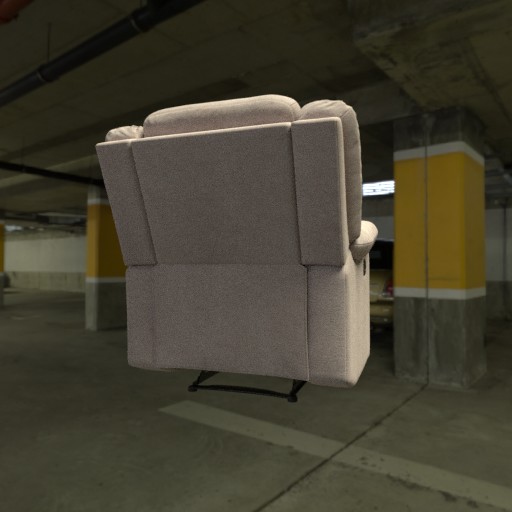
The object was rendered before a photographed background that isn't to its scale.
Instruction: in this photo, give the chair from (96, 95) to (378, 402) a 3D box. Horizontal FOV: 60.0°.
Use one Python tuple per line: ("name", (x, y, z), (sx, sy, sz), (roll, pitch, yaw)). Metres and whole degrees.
("chair", (0.000, 0.000, 1.754), (0.899, 1.008, 0.944), (0, -1, 19))
